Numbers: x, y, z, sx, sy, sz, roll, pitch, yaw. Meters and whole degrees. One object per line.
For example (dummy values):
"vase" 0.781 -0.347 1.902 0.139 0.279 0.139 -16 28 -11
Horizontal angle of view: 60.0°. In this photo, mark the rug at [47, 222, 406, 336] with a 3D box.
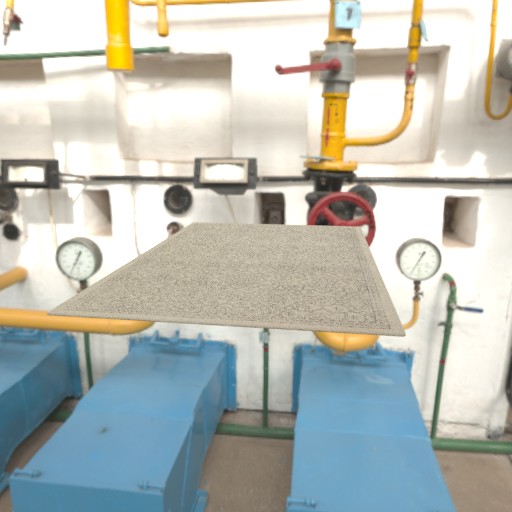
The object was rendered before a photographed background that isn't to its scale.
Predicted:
"rug" 0.000 0.000 2.341 1.219 0.010 1.829 2 15 8
